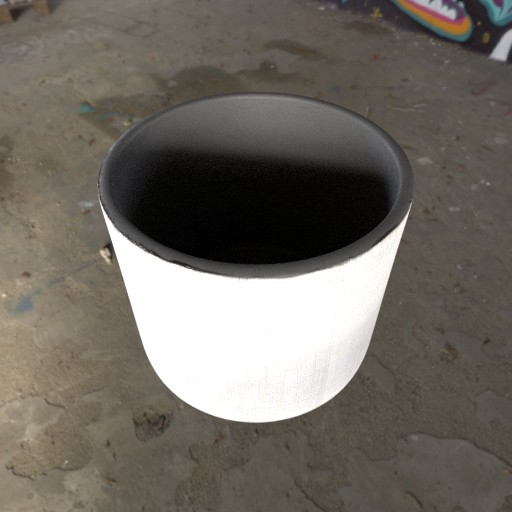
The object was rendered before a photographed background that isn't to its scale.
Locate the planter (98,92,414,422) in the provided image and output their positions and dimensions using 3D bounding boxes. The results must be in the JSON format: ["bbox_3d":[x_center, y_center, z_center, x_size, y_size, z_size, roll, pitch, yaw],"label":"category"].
[{"bbox_3d":[0.000,0.000,0.436,0.254,0.221,0.254,0,46,0],"label":"planter"}]
